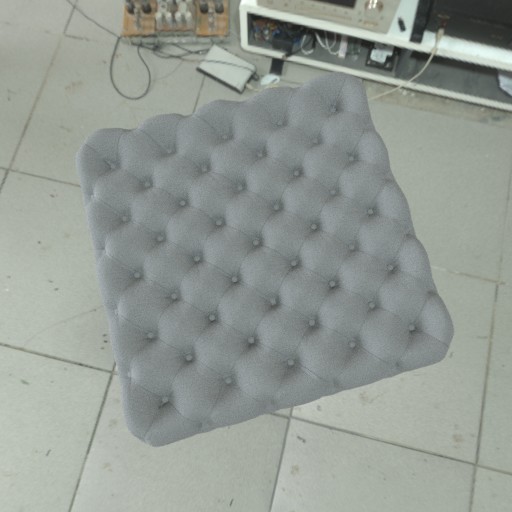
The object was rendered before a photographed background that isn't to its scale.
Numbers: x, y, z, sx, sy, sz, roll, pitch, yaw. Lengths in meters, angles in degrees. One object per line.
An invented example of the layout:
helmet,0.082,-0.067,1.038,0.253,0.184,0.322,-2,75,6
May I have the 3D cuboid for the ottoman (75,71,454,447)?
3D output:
ottoman,0.000,0.000,1.402,0.911,0.439,0.917,-15,77,-4
